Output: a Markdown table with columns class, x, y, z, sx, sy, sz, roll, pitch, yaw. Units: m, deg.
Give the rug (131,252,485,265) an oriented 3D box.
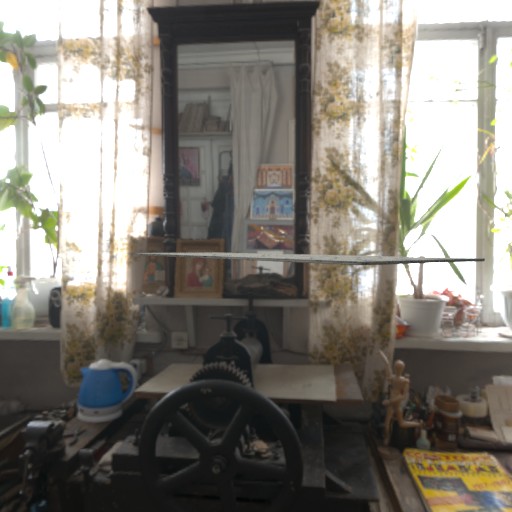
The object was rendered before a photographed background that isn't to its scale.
| class | x | y | z | sx | sy | sz | roll | pitch | yaw |
| --- | --- | --- | --- | --- | --- | --- | --- | --- | --- |
| rug | 0.000 | 0.000 | 2.717 | 0.770 | 0.013 | 2.434 | -1 | 1 | -34 |
